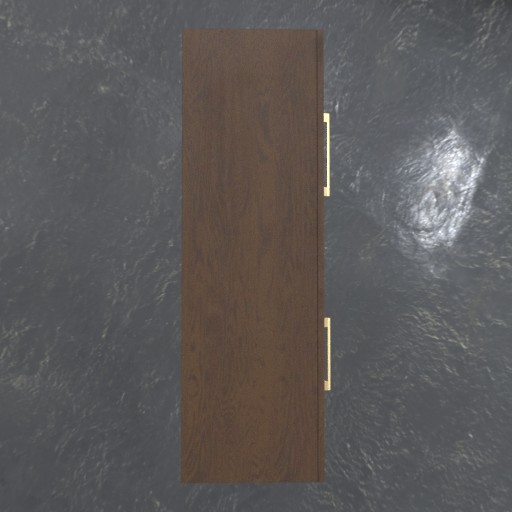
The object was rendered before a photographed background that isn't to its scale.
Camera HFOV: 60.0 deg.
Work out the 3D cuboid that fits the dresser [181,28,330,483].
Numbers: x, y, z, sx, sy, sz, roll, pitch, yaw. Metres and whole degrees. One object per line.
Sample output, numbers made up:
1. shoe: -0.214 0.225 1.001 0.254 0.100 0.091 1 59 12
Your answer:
1. dresser: 0.000 0.000 1.930 0.512 0.889 1.523 0 89 -1
